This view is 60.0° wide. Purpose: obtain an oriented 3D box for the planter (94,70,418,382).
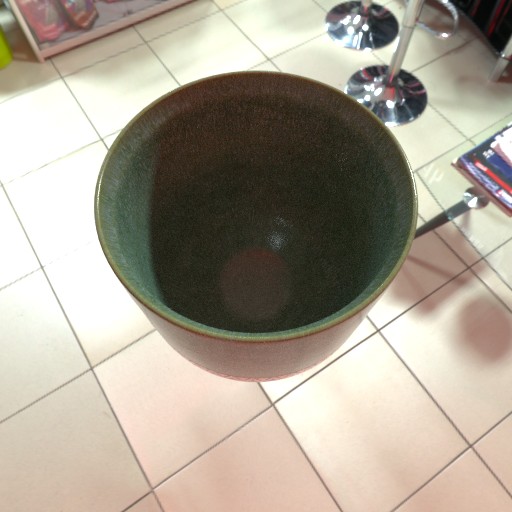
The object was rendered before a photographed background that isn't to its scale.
[{"bbox_3d":[0.000,0.000,0.487,0.266,0.270,0.266,0,64,0],"label":"planter"}]
